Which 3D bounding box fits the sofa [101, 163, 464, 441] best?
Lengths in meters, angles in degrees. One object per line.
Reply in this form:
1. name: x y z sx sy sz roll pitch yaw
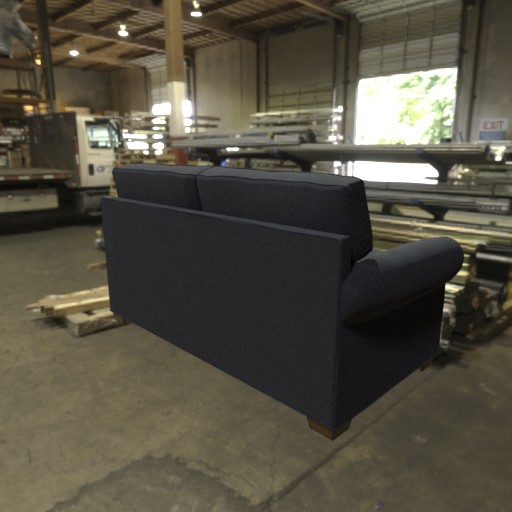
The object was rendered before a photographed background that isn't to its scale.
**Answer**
1. sofa: 0.000 0.000 2.526 0.951 1.031 2.009 -14 20 -43
